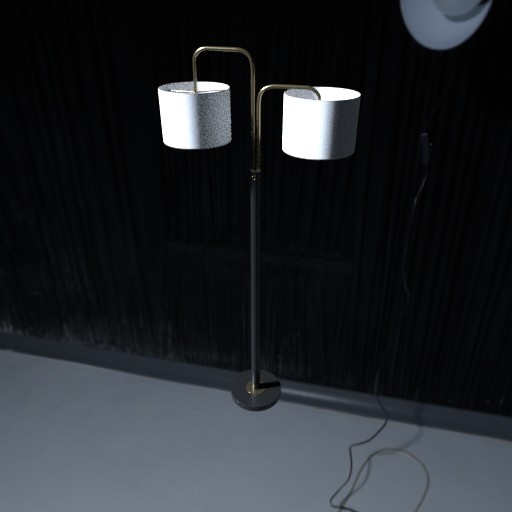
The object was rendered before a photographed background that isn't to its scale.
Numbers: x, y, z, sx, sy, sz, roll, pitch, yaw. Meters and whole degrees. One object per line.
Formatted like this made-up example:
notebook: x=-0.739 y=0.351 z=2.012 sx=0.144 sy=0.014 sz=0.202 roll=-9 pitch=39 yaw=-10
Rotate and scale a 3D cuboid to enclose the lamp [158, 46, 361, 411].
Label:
lamp: x=0.000 y=0.000 z=1.860 sx=0.711 sy=1.587 sz=0.254 roll=8 pitch=31 yaw=13
